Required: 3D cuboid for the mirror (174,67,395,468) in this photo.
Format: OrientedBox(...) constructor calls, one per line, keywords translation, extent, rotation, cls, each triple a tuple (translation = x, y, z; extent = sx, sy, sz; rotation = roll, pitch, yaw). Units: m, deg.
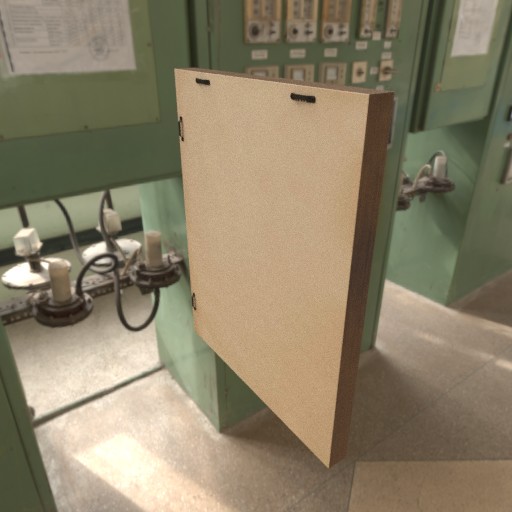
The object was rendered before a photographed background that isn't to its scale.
OrientedBox(translation=(0.000, 0.000, 0.677), extent=(0.041, 0.508, 0.405), rotation=(-18, 32, -31), cls="mirror")
